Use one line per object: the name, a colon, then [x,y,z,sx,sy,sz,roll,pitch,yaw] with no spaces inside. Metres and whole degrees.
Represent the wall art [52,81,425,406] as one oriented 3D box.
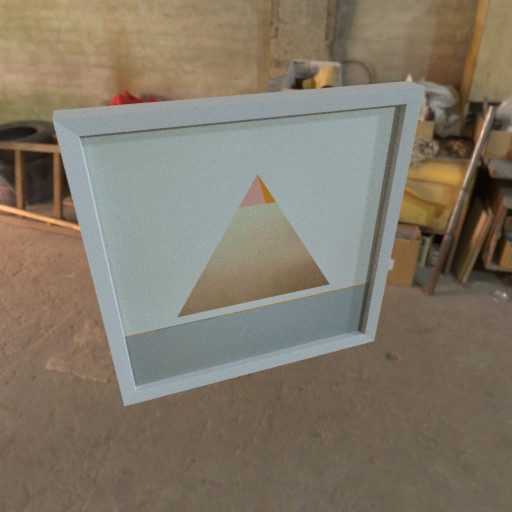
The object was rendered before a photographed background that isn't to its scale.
wall art: [0.000,0.000,1.861,1.289,1.291,0.098,-11,35,-16]
